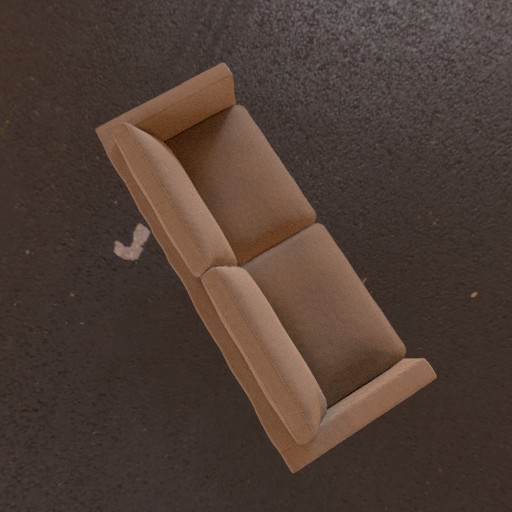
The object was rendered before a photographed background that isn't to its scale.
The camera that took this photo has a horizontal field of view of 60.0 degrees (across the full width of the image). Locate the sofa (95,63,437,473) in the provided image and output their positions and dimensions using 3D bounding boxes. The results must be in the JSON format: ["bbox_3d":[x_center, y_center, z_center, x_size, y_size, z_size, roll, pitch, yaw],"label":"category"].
[{"bbox_3d":[0.000,0.000,2.794,0.956,0.847,2.296,-30,78,-7],"label":"sofa"}]
